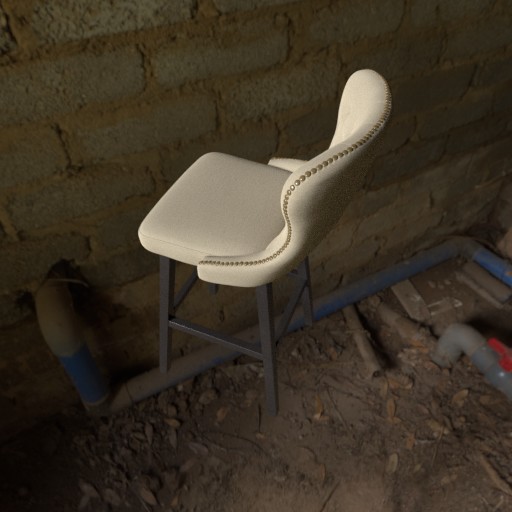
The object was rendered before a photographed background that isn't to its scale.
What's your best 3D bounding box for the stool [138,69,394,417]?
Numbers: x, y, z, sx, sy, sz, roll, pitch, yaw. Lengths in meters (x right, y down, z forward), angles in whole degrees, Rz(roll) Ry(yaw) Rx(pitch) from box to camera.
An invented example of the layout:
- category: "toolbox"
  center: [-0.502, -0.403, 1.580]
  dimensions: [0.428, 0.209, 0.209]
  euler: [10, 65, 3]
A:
- category: "stool"
  center: [0.000, 0.000, 1.362]
  dimensions: [0.605, 1.066, 0.528]
  euler: [16, 48, 15]
